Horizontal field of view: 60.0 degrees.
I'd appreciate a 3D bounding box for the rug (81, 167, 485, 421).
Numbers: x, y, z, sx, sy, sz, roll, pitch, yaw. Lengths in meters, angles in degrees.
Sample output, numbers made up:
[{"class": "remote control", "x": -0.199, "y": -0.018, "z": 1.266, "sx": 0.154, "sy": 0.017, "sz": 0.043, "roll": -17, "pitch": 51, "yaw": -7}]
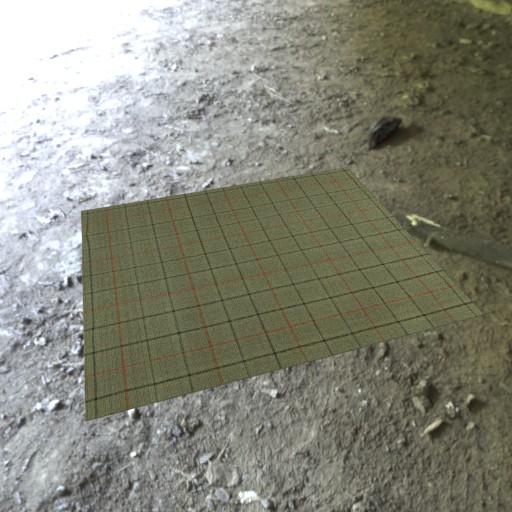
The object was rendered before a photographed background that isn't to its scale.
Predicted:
[{"class": "rug", "x": 0.000, "y": 0.000, "z": 4.060, "sx": 3.048, "sy": 0.012, "sz": 2.444, "roll": -12, "pitch": 42, "yaw": -13}]
